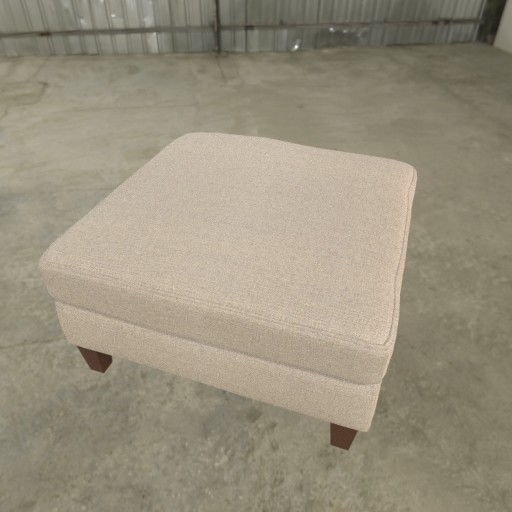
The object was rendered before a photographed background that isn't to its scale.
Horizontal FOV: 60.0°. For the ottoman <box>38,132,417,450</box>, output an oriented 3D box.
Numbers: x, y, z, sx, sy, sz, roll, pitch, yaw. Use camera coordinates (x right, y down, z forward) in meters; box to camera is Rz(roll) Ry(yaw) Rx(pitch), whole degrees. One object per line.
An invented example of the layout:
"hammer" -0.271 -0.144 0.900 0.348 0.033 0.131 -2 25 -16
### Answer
"ottoman" 0.000 0.000 1.348 0.838 0.481 0.838 12 40 15
